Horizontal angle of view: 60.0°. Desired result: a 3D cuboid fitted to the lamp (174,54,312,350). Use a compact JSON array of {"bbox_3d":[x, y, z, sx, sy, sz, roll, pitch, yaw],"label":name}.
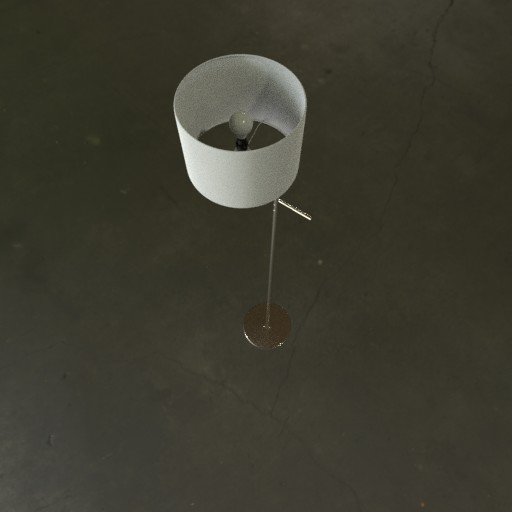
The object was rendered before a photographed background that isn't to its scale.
[{"bbox_3d":[0.000,0.000,1.781,0.416,1.600,0.324,31,68,14],"label":"lamp"}]
